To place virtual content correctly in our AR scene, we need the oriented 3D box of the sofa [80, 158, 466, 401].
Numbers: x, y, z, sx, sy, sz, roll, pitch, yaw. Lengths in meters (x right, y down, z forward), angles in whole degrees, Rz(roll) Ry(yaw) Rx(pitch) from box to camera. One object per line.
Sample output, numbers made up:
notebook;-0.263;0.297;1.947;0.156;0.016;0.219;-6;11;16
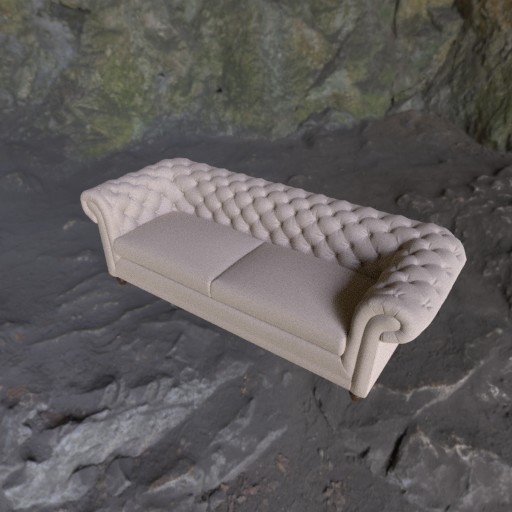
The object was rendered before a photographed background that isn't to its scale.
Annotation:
sofa;0.000;0.000;3.303;2.694;0.847;1.076;20;37;29
